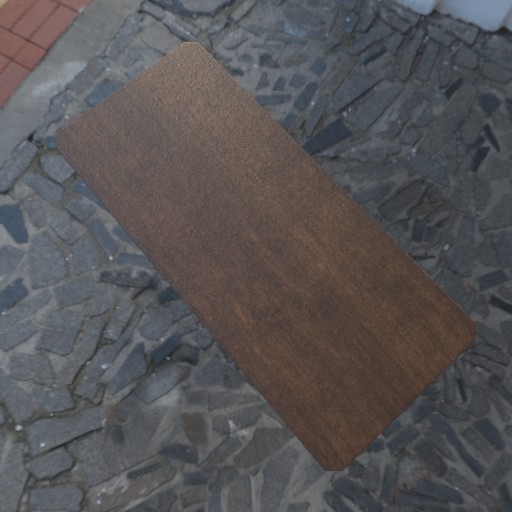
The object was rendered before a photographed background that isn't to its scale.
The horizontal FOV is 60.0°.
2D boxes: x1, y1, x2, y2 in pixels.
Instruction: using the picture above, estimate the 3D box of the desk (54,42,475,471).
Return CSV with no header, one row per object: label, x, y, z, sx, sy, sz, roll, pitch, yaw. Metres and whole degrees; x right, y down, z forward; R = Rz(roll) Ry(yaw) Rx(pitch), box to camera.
desk,0.000,0.000,1.871,0.684,0.762,1.479,-40,79,-9
